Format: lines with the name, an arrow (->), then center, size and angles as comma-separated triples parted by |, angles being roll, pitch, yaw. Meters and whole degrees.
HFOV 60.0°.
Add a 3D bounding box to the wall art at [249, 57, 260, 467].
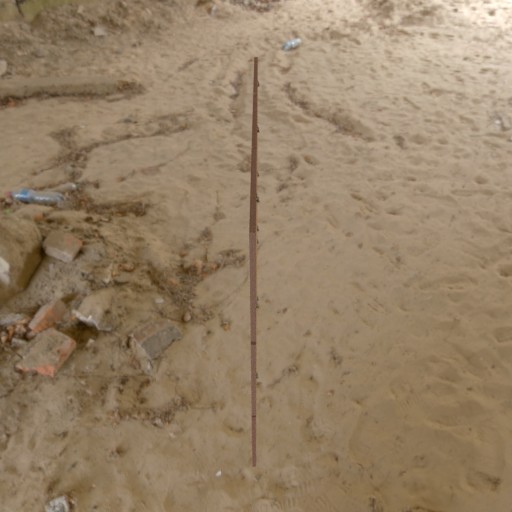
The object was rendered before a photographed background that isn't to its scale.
wall art -> 0.000, 0.000, 1.864 | 0.024, 1.218, 1.221 | 0, 41, 0
